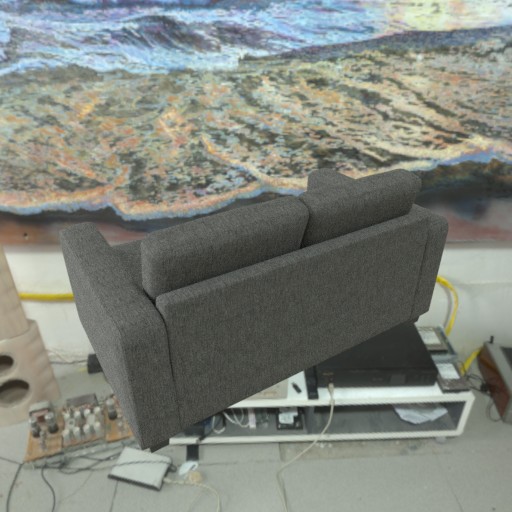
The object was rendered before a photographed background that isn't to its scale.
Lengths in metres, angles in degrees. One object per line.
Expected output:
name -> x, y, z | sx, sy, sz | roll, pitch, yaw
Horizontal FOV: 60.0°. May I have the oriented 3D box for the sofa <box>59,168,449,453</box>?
sofa -> 0.000, 0.000, 2.029 | 1.520, 0.800, 0.900 | -18, 34, -28
